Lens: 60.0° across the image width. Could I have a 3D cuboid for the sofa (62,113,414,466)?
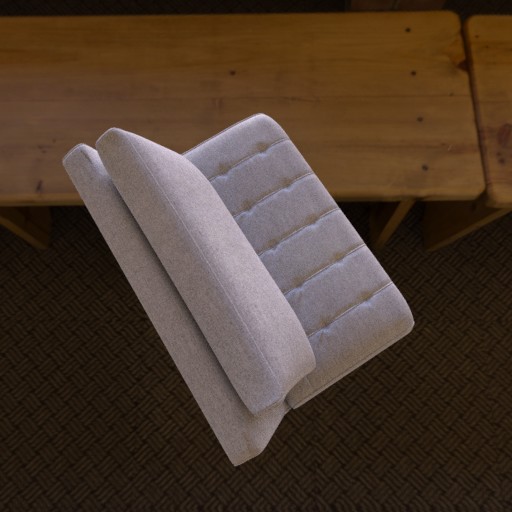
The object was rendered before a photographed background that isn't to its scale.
[{"bbox_3d":[0.000,0.000,1.845,0.910,0.910,1.220,-31,78,-8],"label":"sofa"}]
